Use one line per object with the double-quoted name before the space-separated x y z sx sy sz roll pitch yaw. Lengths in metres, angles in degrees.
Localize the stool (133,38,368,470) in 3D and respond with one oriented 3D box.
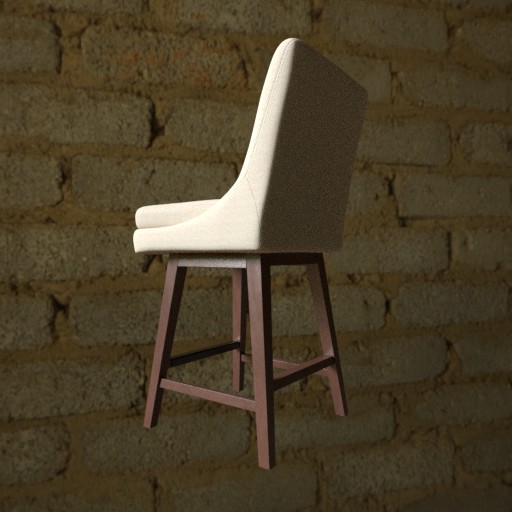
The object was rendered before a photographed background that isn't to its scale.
"stool" 0.000 0.000 1.311 0.559 0.991 0.483 0 1 36
